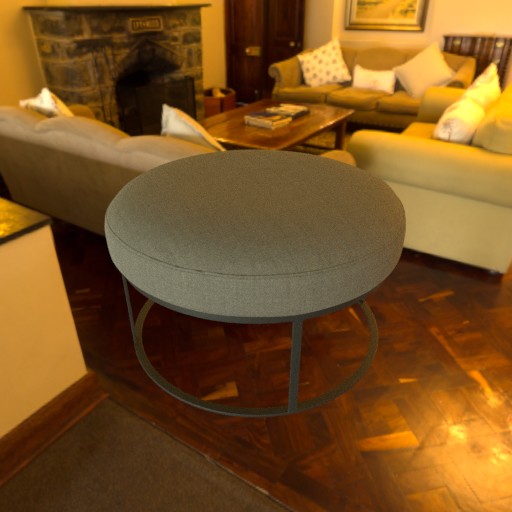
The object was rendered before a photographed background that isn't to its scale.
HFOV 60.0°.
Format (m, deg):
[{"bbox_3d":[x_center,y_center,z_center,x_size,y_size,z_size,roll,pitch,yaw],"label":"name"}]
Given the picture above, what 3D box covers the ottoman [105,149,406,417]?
[{"bbox_3d":[0.000,0.000,1.250,0.772,0.460,0.772,0,30,0],"label":"ottoman"}]
